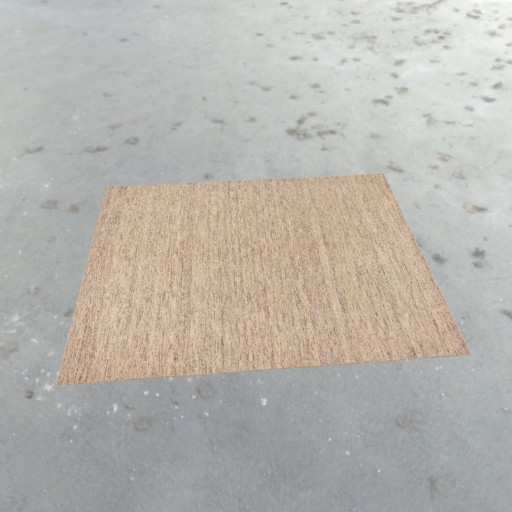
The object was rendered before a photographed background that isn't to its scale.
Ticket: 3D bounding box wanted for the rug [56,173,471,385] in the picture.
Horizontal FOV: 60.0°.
[{"bbox_3d":[0.000,0.000,4.256,3.205,0.013,2.448,-3,46,-3],"label":"rug"}]
